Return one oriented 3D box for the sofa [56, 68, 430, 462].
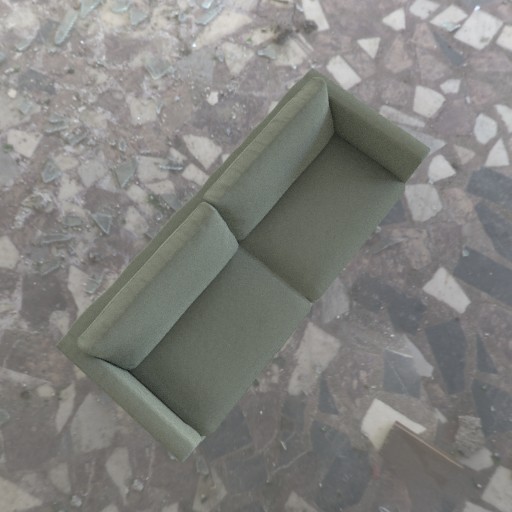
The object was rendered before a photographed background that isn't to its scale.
[{"bbox_3d":[0.000,0.000,2.812,0.962,0.853,2.312,38,78,10],"label":"sofa"}]
